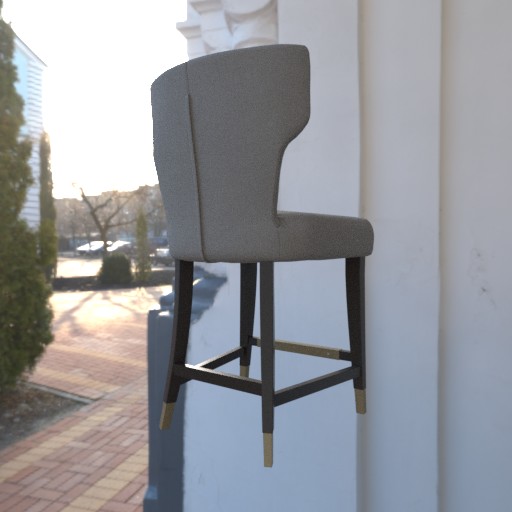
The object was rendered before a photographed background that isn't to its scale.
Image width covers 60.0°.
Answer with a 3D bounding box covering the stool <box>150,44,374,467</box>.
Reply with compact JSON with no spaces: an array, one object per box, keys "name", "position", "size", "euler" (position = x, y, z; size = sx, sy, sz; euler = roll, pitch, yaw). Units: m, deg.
[{"name":"stool","position":[0.000,0.000,1.304],"size":[0.527,0.982,0.563],"euler":[1,2,36]}]
